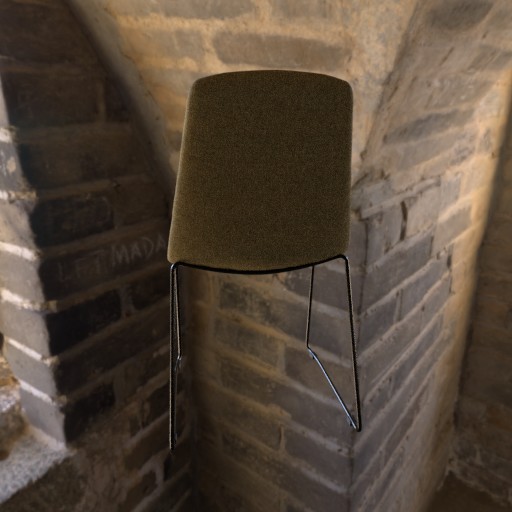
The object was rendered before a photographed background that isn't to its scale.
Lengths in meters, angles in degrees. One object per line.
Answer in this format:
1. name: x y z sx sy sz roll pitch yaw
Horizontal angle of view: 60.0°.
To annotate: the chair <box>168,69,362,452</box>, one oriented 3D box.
1. chair: 0.000 0.000 1.153 0.479 0.849 0.496 -3 17 -8
